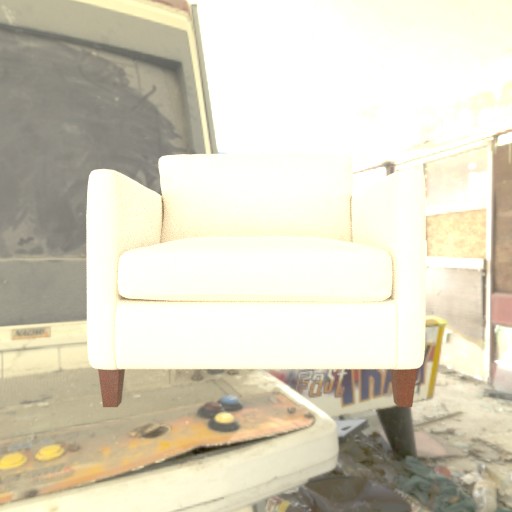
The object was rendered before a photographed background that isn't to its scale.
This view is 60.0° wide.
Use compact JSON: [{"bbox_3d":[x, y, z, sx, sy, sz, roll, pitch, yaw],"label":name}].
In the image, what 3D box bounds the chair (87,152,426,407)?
[{"bbox_3d":[0.000,0.000,1.700,1.019,0.885,0.878,0,1,0],"label":"chair"}]
